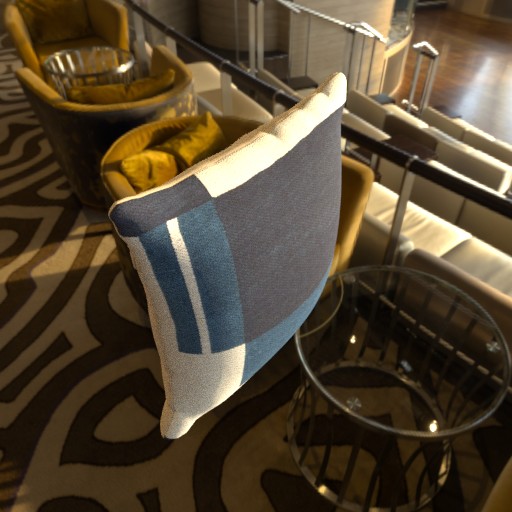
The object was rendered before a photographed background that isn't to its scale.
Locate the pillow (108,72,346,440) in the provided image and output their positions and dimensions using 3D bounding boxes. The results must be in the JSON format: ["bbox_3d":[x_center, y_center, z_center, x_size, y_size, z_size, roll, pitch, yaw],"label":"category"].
[{"bbox_3d":[0.000,0.000,0.786,0.229,0.506,0.536,27,48,27],"label":"pillow"}]
